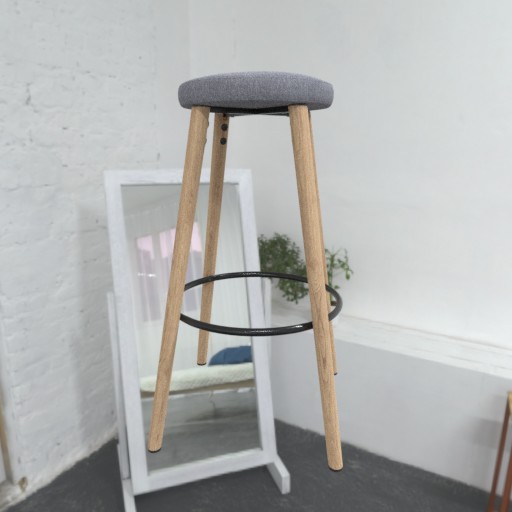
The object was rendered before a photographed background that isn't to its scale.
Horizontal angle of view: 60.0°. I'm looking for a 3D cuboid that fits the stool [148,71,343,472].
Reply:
[{"bbox_3d":[0.000,0.000,1.009,0.410,0.770,0.410,2,15,8],"label":"stool"}]
